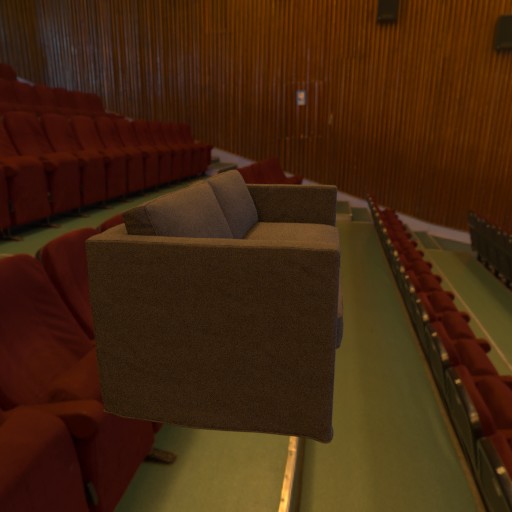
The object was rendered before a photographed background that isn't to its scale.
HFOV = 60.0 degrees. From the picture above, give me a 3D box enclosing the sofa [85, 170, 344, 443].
[{"bbox_3d":[0.000,0.000,2.516,0.953,0.855,1.982,3,15,9],"label":"sofa"}]
